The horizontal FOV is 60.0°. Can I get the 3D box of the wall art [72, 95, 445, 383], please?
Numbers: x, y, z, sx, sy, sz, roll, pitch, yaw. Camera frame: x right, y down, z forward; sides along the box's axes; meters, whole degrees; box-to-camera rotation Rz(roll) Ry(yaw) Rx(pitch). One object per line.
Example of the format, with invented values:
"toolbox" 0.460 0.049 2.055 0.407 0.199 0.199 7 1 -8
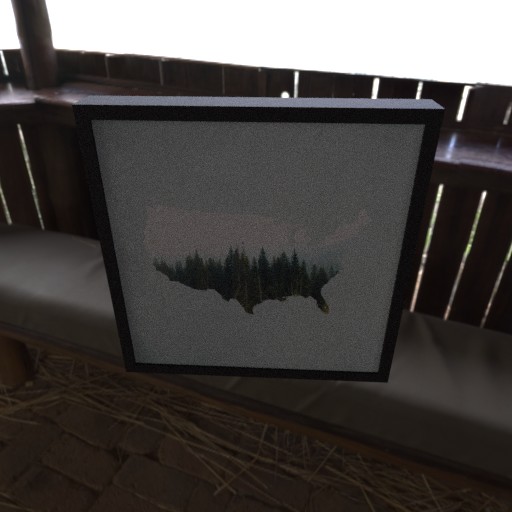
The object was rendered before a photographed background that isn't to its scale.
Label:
"wall art" 0.000 0.000 0.454 0.304 0.304 0.038 2 30 3
